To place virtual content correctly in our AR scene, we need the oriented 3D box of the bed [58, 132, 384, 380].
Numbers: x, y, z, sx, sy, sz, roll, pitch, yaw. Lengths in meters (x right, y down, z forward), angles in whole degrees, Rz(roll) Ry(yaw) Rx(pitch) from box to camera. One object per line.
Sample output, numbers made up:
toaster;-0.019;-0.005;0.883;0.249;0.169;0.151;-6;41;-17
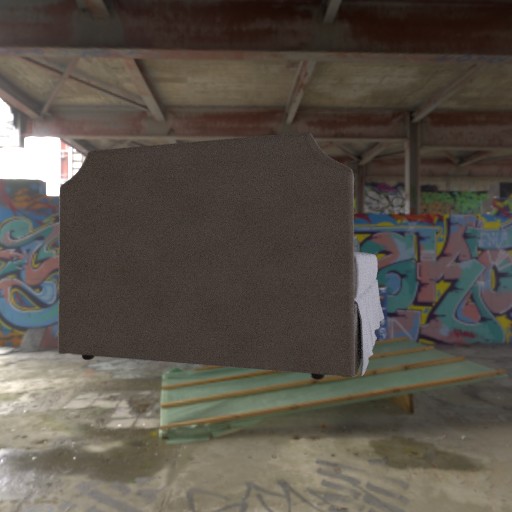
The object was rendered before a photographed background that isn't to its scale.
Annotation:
bed;0.000;0.000;3.672;1.977;1.293;2.498;0;0;18
